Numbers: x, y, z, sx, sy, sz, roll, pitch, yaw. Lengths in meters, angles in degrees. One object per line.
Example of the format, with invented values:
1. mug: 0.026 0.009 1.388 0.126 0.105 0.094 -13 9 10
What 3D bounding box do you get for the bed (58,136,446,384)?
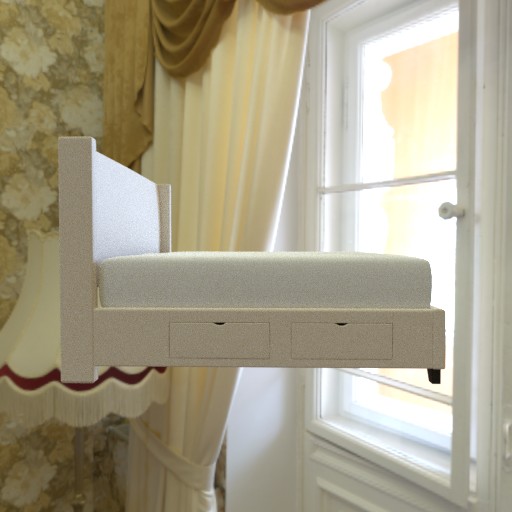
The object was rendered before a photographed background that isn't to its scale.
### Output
1. bed: 0.000 0.000 3.663 2.293 1.471 2.145 0 2 2
